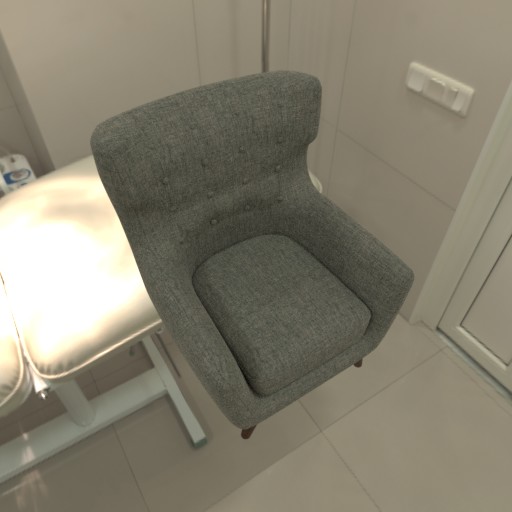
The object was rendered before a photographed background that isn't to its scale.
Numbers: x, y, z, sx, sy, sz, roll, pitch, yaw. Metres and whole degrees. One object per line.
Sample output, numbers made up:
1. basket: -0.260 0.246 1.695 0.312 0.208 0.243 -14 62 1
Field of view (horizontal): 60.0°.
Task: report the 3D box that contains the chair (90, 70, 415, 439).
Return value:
1. chair: 0.000 0.000 1.745 0.878 1.063 0.904 -25 51 -22
